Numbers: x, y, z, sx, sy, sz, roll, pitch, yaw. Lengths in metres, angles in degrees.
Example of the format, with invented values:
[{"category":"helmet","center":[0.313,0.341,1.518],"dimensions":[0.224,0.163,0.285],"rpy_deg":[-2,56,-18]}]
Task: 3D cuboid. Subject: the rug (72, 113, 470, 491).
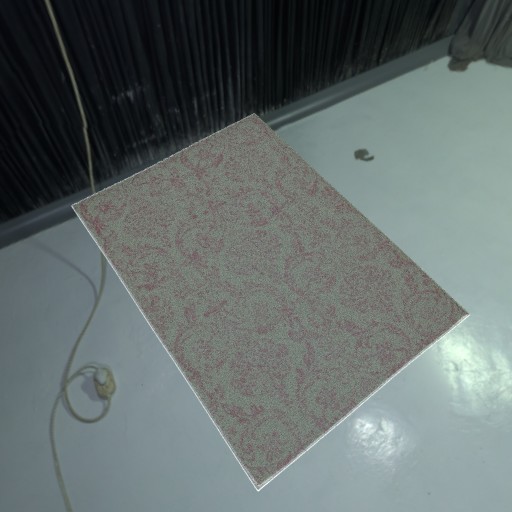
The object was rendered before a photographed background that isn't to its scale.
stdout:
[{"category":"rug","center":[0.000,0.000,2.894],"dimensions":[1.598,0.014,2.202],"rpy_deg":[-32,64,-18]}]
